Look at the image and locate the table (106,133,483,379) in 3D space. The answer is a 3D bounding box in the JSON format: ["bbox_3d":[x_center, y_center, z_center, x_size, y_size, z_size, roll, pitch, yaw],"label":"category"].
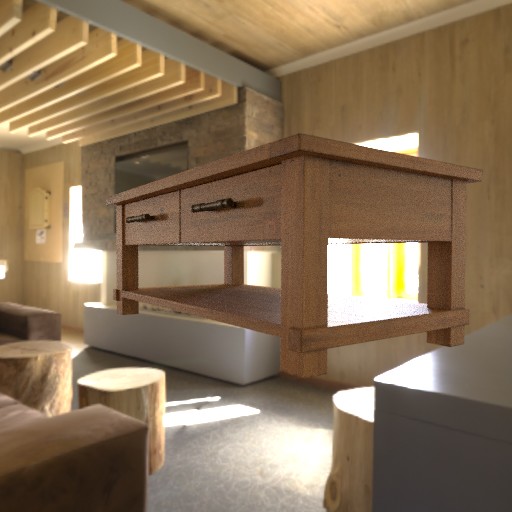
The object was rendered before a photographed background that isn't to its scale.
[{"bbox_3d":[0.000,0.000,1.577,0.693,0.494,1.270,0,1,-35],"label":"table"}]
